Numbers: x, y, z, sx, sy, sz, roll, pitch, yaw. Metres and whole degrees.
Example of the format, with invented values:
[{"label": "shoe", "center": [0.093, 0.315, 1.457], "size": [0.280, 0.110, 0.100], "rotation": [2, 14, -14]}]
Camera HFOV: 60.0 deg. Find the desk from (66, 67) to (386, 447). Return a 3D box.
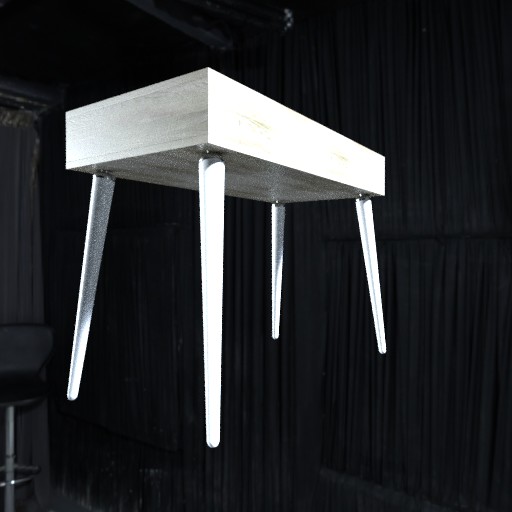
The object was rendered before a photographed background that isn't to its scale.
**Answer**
[{"label": "desk", "center": [0.000, 0.000, 1.373], "size": [0.491, 0.723, 0.979], "rotation": [0, 1, 35]}]
